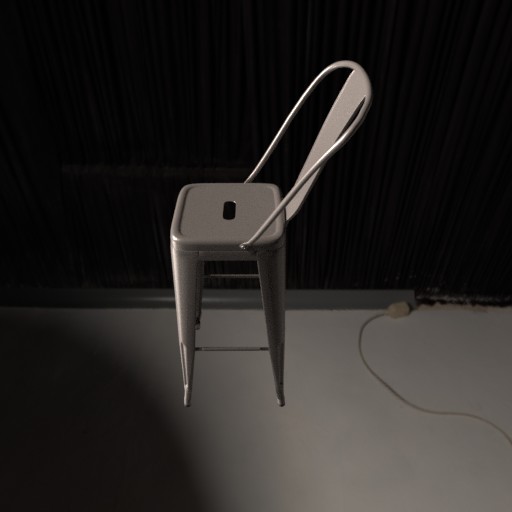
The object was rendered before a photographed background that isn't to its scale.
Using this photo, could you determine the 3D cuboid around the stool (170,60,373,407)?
[{"bbox_3d":[0.000,0.000,1.365,0.513,1.096,0.399,0,41,0],"label":"stool"}]
